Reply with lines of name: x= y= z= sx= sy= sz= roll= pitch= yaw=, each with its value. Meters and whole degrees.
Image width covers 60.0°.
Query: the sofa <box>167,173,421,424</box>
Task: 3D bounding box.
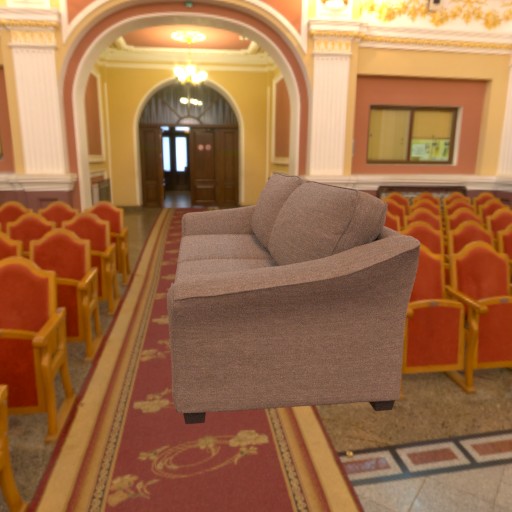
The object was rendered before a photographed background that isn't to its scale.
sofa: x=0.000 y=0.000 z=2.746 sx=0.980 sy=0.965 sz=2.270 roll=-2 pitch=13 yaw=-8
